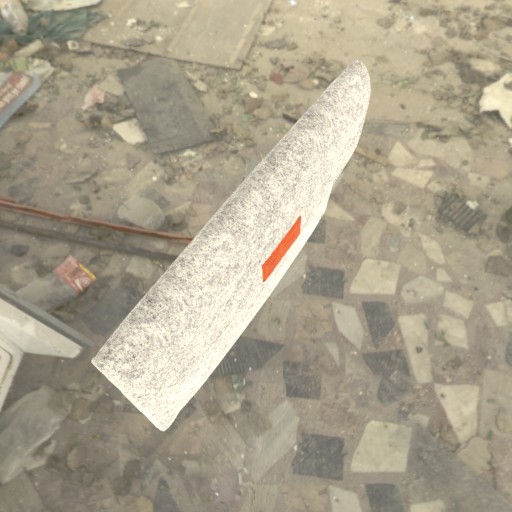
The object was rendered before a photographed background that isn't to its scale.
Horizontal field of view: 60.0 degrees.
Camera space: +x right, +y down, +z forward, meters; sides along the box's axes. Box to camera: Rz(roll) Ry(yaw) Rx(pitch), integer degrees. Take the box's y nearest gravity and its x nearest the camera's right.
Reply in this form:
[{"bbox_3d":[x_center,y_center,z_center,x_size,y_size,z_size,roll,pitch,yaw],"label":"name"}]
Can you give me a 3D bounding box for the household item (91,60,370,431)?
[{"bbox_3d":[0.000,0.000,0.421,0.057,0.221,0.335,29,63,17],"label":"household item"}]
